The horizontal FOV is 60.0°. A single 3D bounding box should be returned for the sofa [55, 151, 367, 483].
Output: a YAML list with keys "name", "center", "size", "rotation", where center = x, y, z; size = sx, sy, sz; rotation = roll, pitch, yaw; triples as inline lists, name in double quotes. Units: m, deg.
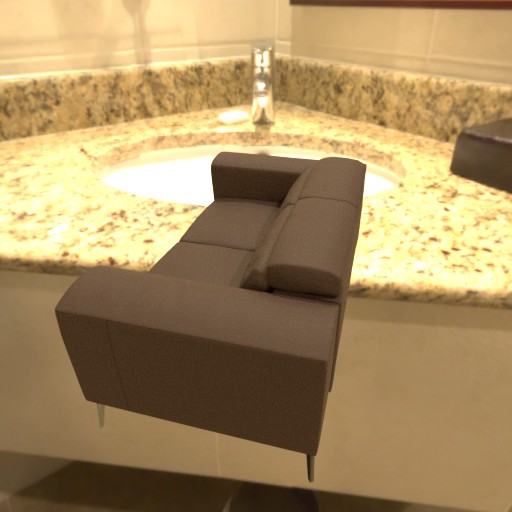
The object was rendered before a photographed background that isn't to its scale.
- name: "sofa"
  center: [0.000, 0.000, 2.346]
  size: [1.003, 0.779, 1.895]
  rotation: [8, 32, 13]
